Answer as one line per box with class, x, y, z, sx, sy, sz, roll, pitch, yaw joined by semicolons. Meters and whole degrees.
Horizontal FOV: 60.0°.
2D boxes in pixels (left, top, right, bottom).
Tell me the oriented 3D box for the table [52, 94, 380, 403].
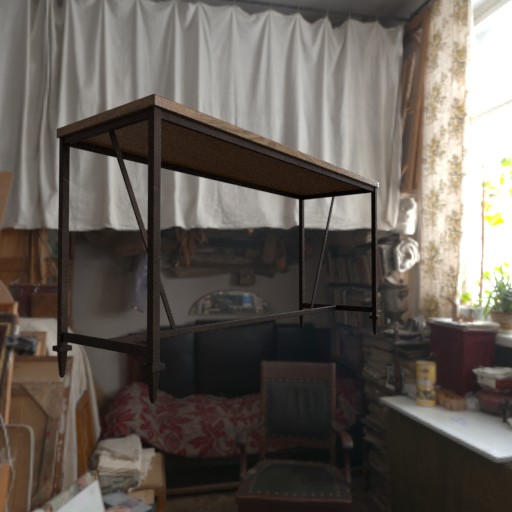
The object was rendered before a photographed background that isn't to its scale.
table;0.000;0.000;2.115;0.551;0.902;1.700;-1;-2;37
